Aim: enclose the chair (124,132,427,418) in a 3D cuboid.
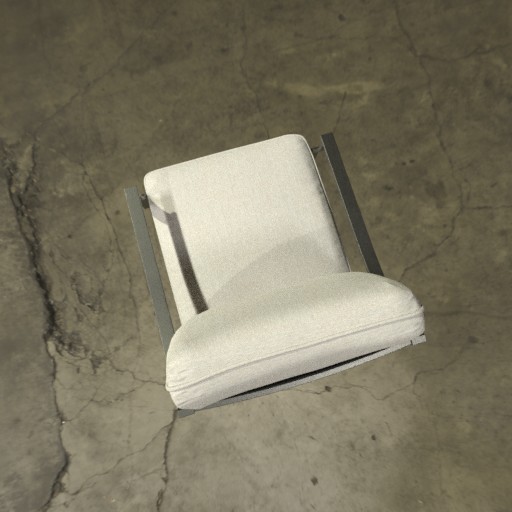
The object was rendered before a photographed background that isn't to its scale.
[{"bbox_3d":[0.000,0.000,1.389,0.650,0.860,0.787,-16,76,-4],"label":"chair"}]
